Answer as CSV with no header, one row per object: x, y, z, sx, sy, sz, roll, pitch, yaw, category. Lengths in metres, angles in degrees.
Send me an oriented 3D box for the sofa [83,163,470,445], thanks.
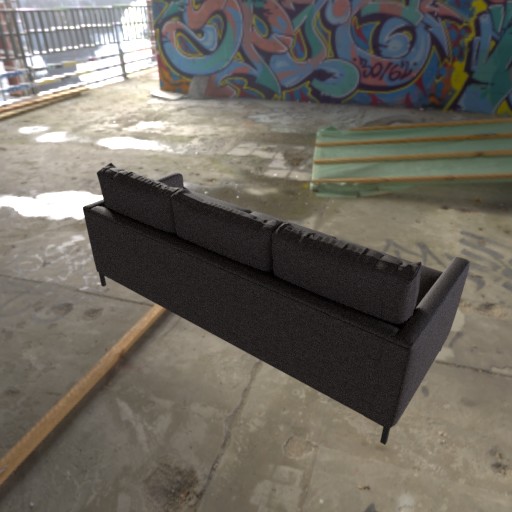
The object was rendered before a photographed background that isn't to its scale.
0.000,0.000,2.718,2.253,0.882,0.876,21,37,32,sofa
